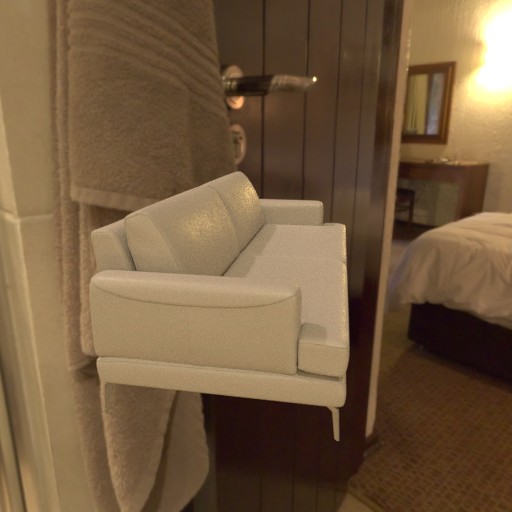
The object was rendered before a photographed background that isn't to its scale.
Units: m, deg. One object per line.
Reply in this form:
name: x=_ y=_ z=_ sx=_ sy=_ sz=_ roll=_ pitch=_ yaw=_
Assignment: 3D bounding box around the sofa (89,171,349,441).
sofa: x=0.000 y=0.000 z=2.406 sx=0.974 sy=0.765 sz=1.940 roll=3 pitch=16 yaw=10
